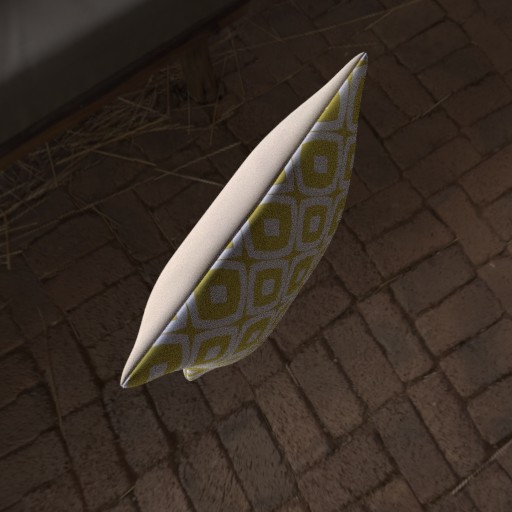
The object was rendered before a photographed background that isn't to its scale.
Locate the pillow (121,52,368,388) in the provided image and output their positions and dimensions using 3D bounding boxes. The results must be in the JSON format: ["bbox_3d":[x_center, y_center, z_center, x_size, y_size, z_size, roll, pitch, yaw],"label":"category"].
[{"bbox_3d":[0.000,0.000,0.758,0.188,0.494,0.504,33,78,8],"label":"pillow"}]
